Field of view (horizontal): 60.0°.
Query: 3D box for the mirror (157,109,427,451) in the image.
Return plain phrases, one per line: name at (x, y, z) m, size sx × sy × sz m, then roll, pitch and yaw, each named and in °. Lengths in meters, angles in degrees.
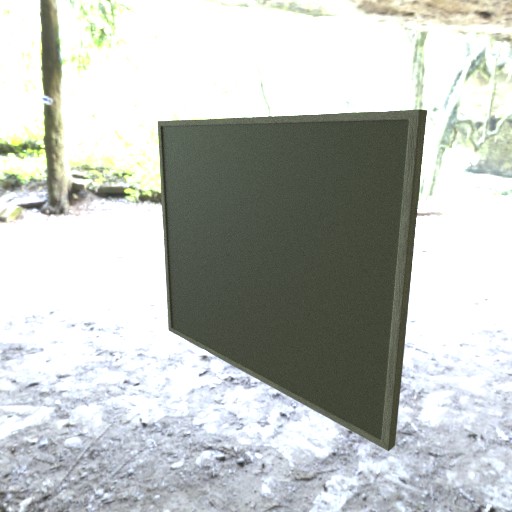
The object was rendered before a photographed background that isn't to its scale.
mirror at (0.000, 0.000, 1.147) m, size 0.028 × 0.689 × 0.839 m, roll -14°, pitch 20°, yaw -42°
